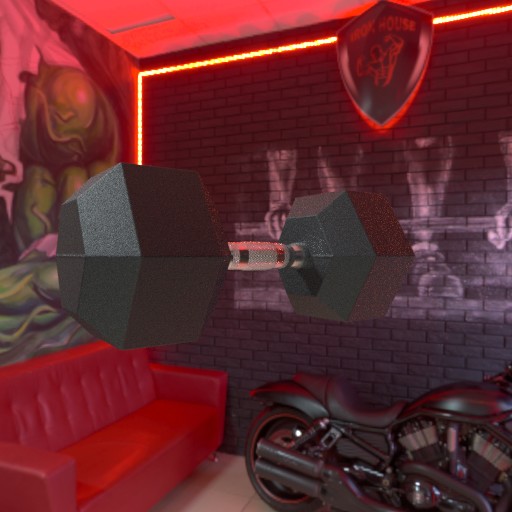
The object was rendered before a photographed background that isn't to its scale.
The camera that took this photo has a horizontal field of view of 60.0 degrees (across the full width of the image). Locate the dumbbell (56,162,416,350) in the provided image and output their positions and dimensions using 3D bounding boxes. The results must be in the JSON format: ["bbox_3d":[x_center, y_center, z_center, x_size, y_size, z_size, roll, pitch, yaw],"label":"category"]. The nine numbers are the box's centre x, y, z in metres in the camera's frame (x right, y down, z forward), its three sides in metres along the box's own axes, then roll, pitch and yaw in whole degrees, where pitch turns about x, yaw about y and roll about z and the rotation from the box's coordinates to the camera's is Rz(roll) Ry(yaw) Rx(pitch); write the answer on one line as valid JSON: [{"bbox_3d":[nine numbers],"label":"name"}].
[{"bbox_3d":[0.000,0.000,0.340,0.271,0.106,0.122,0,0,-35],"label":"dumbbell"}]
